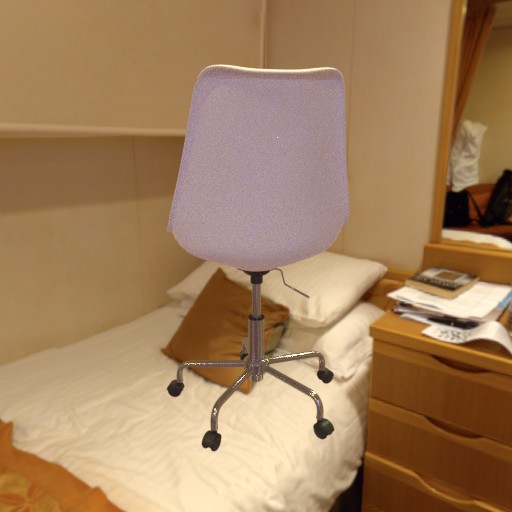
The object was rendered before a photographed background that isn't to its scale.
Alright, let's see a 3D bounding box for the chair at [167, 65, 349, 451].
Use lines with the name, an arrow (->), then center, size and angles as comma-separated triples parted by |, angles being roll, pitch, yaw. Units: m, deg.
chair -> 0.000, 0.000, 1.265 | 0.550, 0.930, 0.550 | -2, 14, -8
